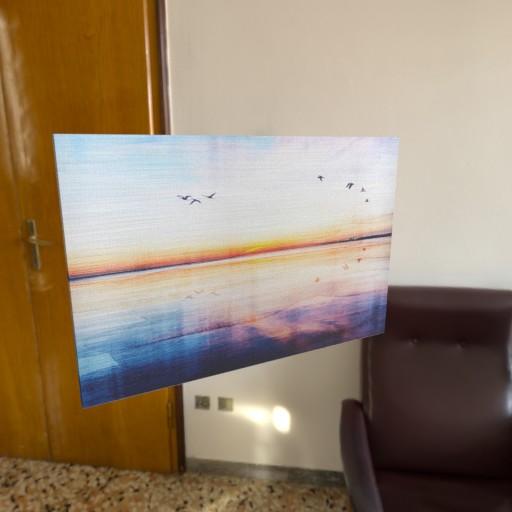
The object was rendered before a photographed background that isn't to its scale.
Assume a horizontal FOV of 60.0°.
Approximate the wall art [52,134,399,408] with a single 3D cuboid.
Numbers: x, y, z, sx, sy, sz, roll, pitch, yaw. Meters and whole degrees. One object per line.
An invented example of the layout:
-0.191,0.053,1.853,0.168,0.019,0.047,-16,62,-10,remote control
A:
0.000,0.000,1.158,0.911,0.605,0.037,-7,16,-27,wall art
